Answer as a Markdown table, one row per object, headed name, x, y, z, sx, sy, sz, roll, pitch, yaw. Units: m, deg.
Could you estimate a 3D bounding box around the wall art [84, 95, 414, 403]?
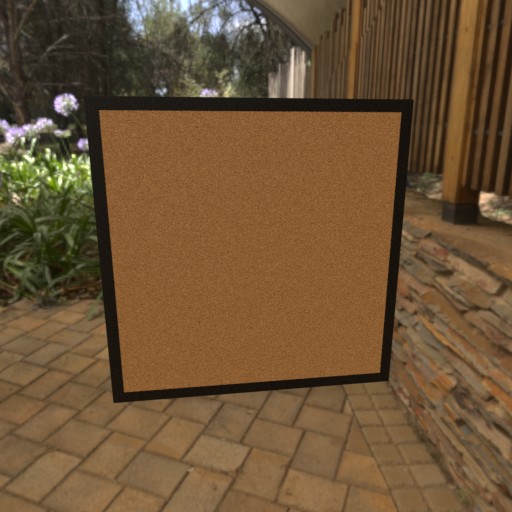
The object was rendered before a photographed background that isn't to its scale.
| name | x | y | z | sx | sy | sz | roll | pitch | yaw |
| --- | --- | --- | --- | --- | --- | --- | --- | --- | --- |
| wall art | 0.000 | 0.000 | 1.133 | 0.762 | 0.762 | 0.038 | -2 | 16 | -8 |
